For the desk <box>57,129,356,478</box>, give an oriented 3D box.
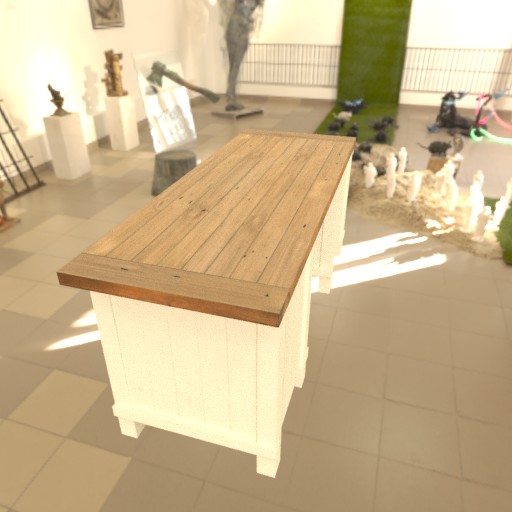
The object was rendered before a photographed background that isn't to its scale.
[{"bbox_3d":[0.000,0.000,2.173,0.688,0.760,1.803,9,31,15],"label":"desk"}]
